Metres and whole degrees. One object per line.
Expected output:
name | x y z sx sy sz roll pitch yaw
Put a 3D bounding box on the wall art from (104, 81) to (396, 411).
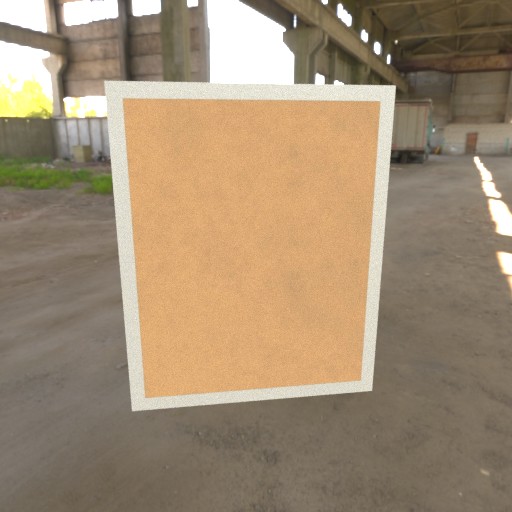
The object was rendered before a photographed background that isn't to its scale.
wall art | 0.000 0.000 1.115 0.661 0.811 0.026 -2 15 -8
